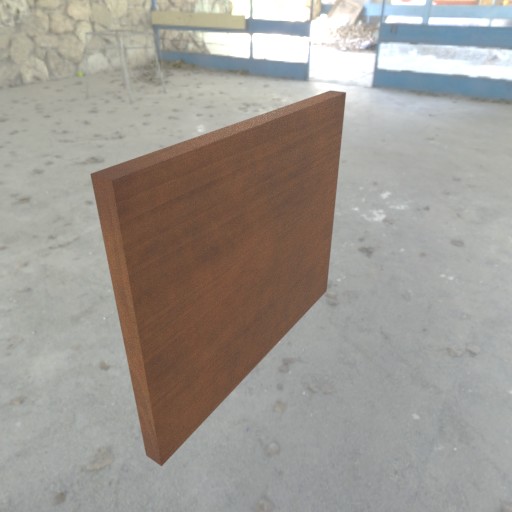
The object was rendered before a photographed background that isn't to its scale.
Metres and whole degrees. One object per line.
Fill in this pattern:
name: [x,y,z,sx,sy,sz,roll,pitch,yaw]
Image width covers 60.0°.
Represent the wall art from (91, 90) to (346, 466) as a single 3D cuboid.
wall art: [0.000,0.000,0.763,0.033,0.457,0.558,19,35,29]
